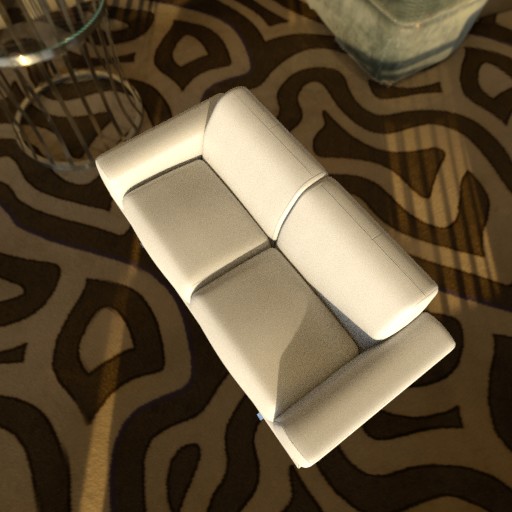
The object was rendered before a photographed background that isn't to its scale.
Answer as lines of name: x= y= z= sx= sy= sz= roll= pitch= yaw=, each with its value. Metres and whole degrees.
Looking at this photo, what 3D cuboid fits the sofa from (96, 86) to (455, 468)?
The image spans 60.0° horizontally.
sofa: x=0.000 y=0.000 z=2.337 sx=0.900 sy=0.772 sz=1.901 roll=-33 pitch=68 yaw=-15
